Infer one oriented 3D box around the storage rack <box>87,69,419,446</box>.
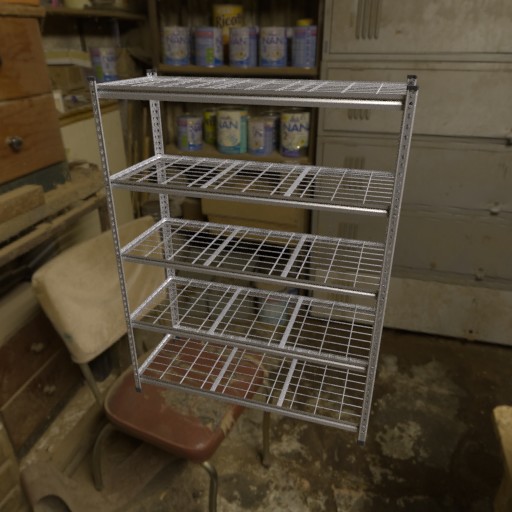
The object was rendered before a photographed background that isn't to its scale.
[{"bbox_3d":[0.000,0.000,2.626,1.524,1.981,0.610,8,27,15],"label":"storage rack"}]
